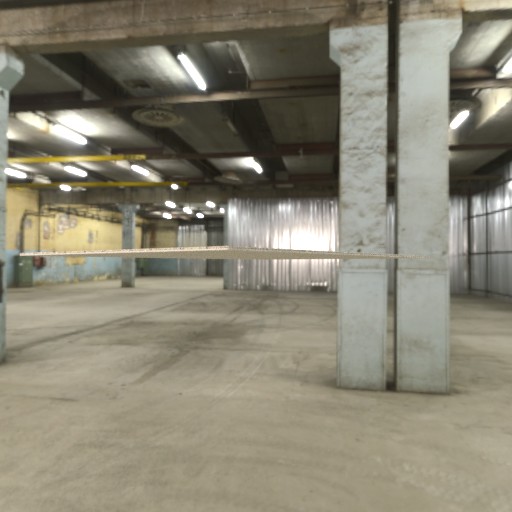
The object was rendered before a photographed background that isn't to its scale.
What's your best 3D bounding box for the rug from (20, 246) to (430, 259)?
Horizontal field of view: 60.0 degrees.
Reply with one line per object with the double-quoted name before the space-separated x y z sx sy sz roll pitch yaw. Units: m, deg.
"rug" 0.000 0.000 2.871 1.521 0.015 2.280 -1 -1 38
